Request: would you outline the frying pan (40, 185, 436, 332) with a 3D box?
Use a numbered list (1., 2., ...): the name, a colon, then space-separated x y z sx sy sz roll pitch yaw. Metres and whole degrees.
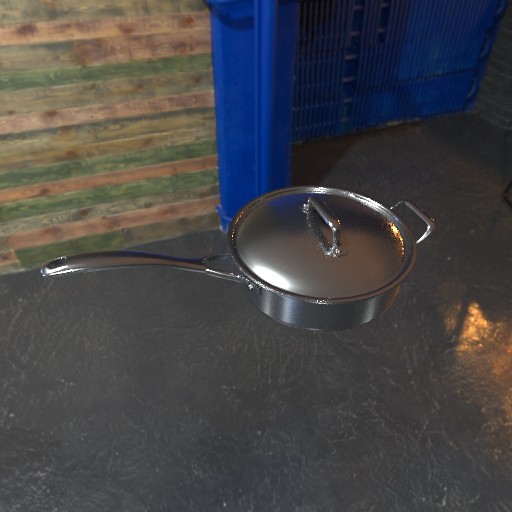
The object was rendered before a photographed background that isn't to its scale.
1. frying pan: 0.000 0.000 0.568 0.492 0.111 0.245 -12 42 -14
